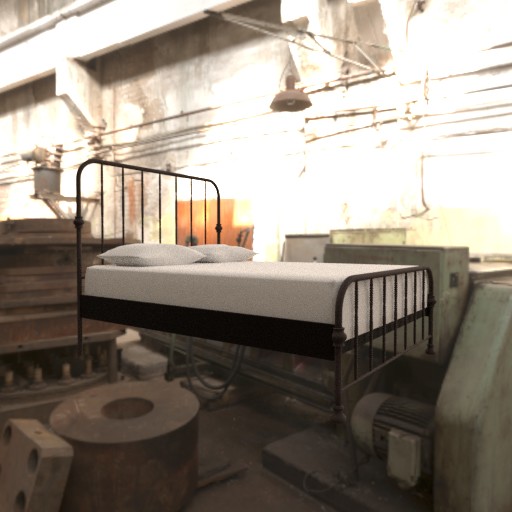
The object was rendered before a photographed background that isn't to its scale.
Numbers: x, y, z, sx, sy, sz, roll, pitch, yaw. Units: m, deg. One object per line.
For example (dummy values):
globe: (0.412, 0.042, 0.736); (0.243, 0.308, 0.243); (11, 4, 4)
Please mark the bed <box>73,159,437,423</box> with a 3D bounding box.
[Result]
bed: (0.000, 0.000, 3.231); (2.134, 1.446, 1.616); (1, 2, 36)
